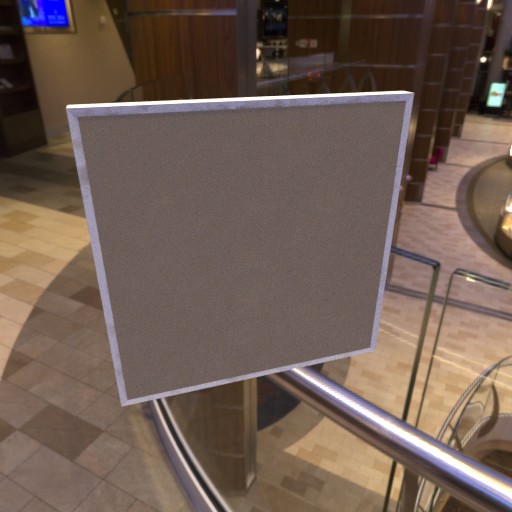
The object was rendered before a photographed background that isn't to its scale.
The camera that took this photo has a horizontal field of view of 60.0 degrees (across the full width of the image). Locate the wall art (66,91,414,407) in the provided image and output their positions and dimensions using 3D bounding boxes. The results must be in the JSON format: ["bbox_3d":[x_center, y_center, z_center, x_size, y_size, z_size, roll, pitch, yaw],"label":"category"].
[{"bbox_3d":[0.000,0.000,0.749,0.508,0.506,0.029,-8,28,-16],"label":"wall art"}]
